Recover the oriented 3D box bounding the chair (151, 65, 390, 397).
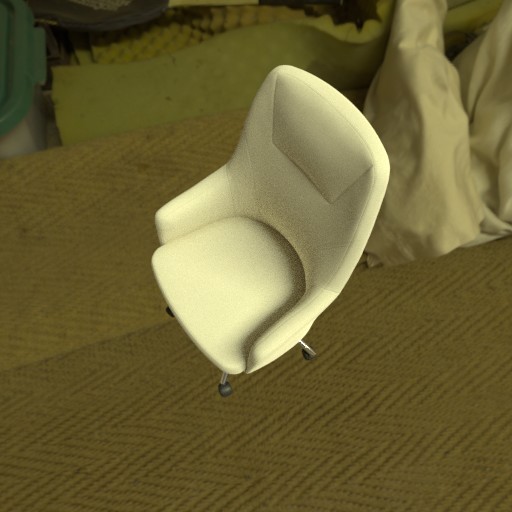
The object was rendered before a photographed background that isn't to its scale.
[{"bbox_3d":[0.000,0.000,1.458,0.640,1.049,0.620,-32,67,-15],"label":"chair"}]
